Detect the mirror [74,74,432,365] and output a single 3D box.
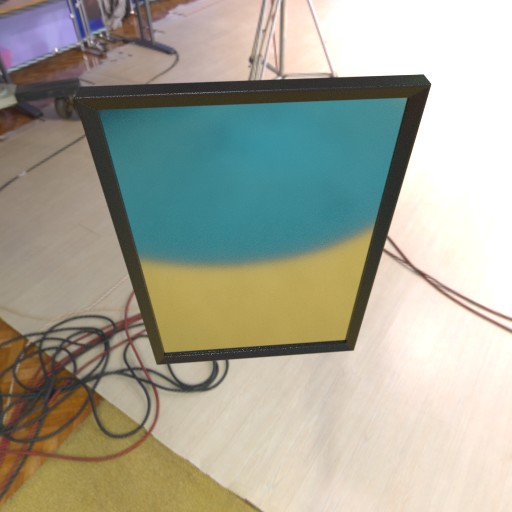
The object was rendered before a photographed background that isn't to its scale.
[{"bbox_3d":[0.000,0.000,0.894,0.507,0.710,0.039,-3,46,-3],"label":"mirror"}]
